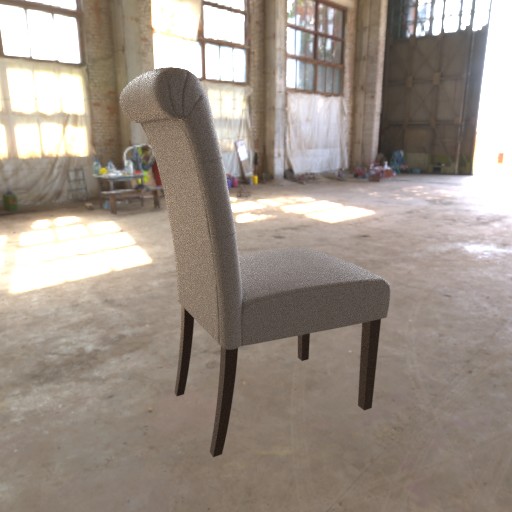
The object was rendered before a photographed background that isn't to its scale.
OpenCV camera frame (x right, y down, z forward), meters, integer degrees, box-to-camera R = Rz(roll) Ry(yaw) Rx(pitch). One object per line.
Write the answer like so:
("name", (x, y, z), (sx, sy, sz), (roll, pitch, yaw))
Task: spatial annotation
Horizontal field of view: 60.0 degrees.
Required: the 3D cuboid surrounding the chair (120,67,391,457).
("chair", (0.000, 0.000, 1.343), (0.671, 1.006, 0.456), (-8, 17, -26))
